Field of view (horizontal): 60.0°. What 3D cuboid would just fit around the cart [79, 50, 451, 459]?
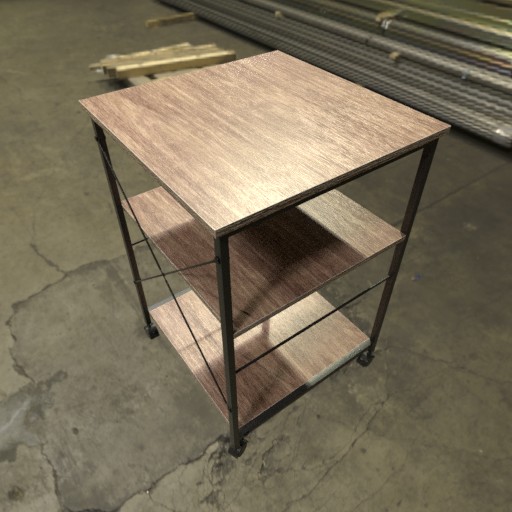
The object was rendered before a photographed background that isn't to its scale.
[{"bbox_3d":[0.000,0.000,1.124,0.520,0.762,0.521,-26,49,-26],"label":"cart"}]
